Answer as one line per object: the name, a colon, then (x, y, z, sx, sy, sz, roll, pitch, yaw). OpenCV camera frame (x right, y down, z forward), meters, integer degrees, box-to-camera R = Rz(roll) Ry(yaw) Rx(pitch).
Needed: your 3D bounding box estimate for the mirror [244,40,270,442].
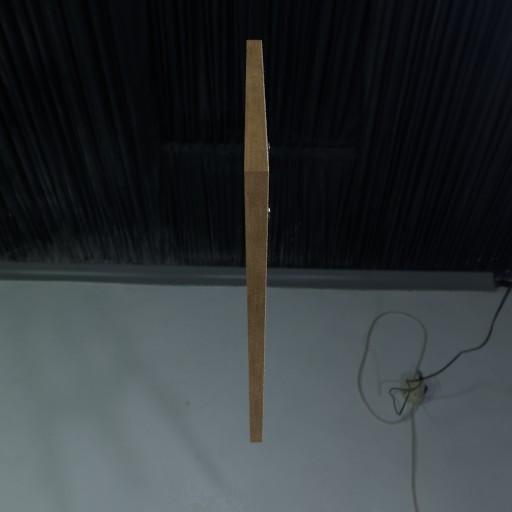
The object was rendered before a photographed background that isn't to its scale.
mirror: (0.000, 0.000, 1.201, 0.041, 0.915, 0.609, 0, 43, 0)
